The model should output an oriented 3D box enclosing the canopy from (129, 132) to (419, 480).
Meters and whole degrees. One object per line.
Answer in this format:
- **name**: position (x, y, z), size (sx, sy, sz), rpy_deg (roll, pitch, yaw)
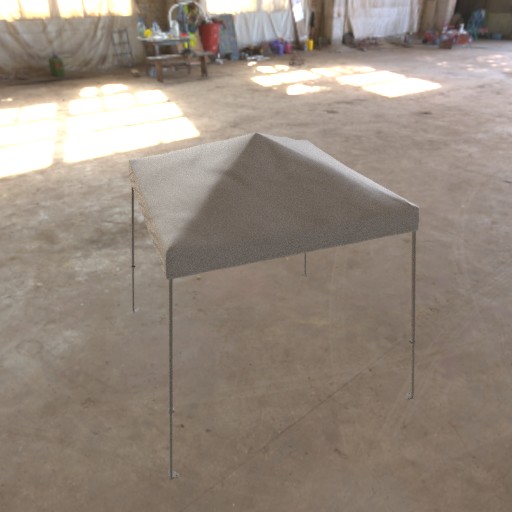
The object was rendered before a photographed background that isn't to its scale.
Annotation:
- **canopy**: position (0.000, 0.000, 5.129), size (2.848, 2.849, 2.849), rpy_deg (-11, 32, -18)
